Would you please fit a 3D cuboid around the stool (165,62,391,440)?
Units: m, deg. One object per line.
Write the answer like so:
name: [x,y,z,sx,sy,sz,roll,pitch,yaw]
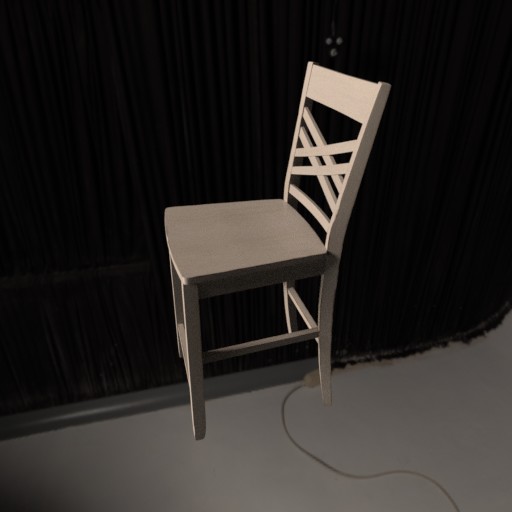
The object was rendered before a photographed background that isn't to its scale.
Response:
stool: [0.000,0.000,1.406,0.539,1.079,0.462,-8,31,-13]
